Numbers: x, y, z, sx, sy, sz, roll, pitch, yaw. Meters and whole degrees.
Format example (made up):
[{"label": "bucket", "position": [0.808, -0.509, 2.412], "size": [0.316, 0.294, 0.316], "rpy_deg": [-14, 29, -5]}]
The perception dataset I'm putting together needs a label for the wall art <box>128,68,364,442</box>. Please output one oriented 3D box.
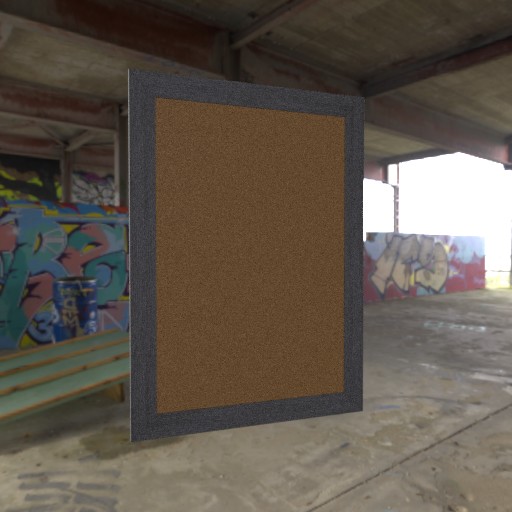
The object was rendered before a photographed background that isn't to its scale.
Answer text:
[{"label": "wall art", "position": [0.000, 0.000, 1.399], "size": [0.768, 1.070, 0.020], "rpy_deg": [0, 1, -18]}]
